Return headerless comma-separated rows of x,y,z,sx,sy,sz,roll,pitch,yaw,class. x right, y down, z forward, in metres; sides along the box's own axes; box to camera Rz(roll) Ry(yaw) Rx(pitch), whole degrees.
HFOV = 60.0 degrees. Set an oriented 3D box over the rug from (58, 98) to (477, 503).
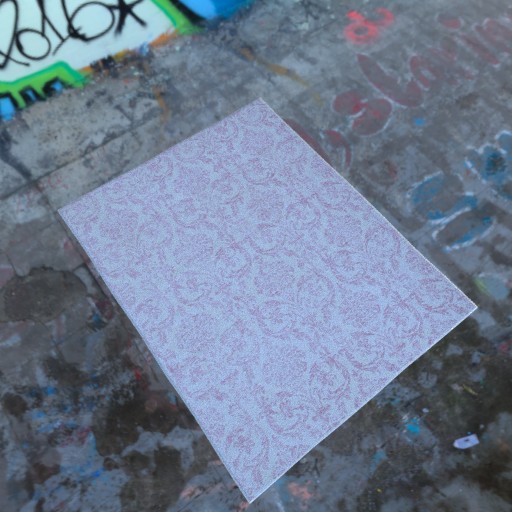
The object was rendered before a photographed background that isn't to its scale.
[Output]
0.000,0.000,3.892,2.363,0.012,2.980,-34,68,-16,rug
